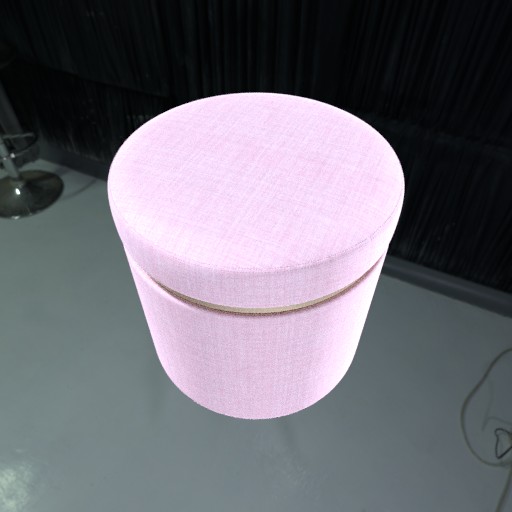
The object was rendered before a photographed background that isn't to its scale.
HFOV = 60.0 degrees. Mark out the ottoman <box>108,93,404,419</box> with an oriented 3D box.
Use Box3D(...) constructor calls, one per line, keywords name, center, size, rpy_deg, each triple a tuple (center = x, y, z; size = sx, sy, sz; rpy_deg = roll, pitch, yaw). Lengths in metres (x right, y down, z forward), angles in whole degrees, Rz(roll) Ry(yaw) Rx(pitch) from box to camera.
Box3D(name="ottoman", center=(0.000, 0.000, 0.738), size=(0.400, 0.406, 0.400), rpy_deg=(0, 47, 0))
